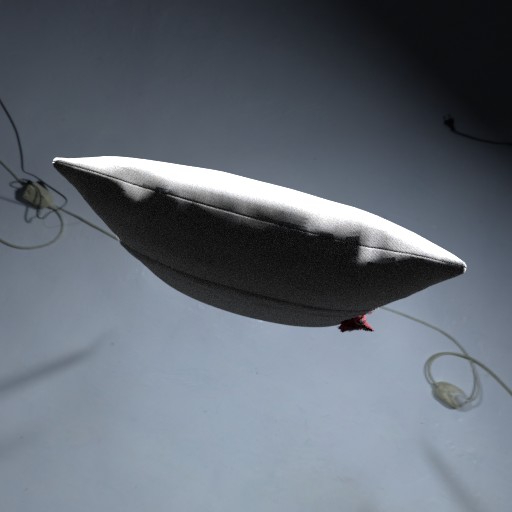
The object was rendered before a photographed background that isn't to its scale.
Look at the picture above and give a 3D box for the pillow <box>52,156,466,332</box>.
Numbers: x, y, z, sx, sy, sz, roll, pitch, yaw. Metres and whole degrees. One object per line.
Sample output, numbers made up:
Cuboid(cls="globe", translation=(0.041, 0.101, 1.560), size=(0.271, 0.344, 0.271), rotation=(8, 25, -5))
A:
Cuboid(cls="pillow", translation=(0.000, 0.000, 0.657), size=(0.433, 0.436, 0.173), rotation=(15, 76, 4))
